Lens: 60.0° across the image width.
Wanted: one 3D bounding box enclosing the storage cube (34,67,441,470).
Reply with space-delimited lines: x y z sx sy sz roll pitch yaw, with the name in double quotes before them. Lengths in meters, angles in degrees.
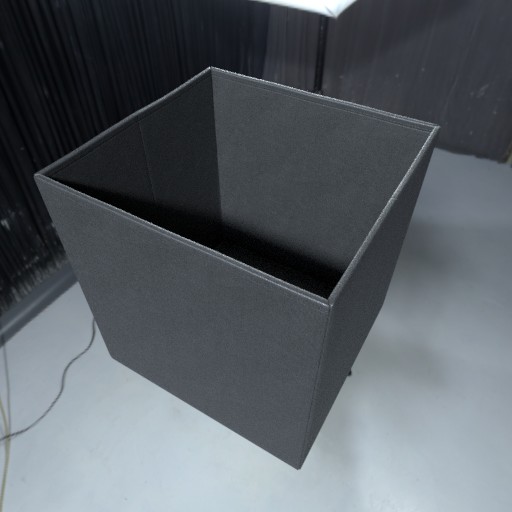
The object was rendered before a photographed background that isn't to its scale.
"storage cube" 0.000 0.000 0.491 0.270 0.280 0.270 23 50 21
